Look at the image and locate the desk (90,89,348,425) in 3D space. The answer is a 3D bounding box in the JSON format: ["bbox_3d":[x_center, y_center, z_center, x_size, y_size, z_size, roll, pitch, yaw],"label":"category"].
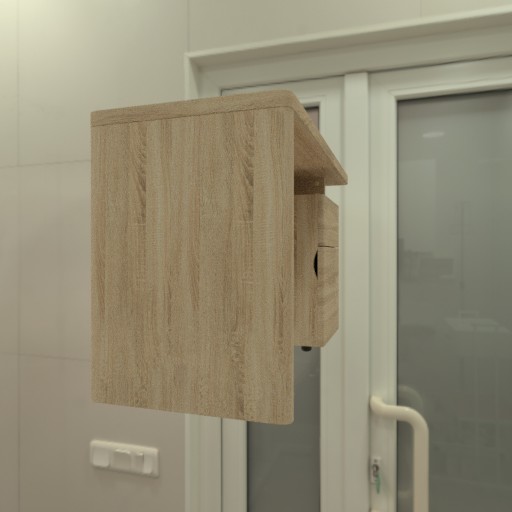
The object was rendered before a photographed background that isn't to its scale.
[{"bbox_3d":[0.000,0.000,1.649,0.550,0.760,1.200,0,0,18],"label":"desk"}]
